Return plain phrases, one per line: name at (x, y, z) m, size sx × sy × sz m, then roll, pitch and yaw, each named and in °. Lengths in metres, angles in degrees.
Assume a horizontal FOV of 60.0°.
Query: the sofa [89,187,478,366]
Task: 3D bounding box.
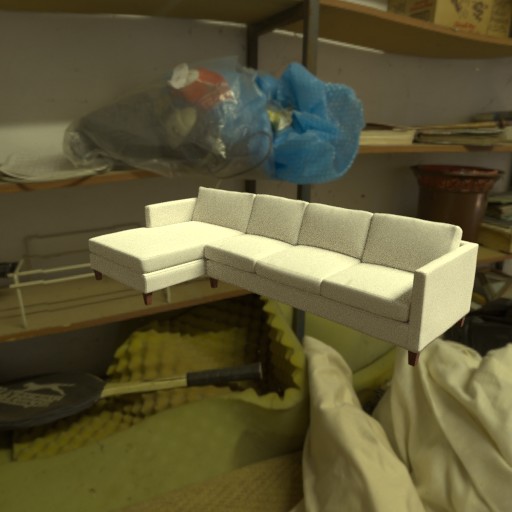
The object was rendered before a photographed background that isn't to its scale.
sofa at (0.000, 0.000, 3.942) m, size 3.186 × 0.846 × 1.625 m, roll 16°, pitch 23°, yaw 42°
